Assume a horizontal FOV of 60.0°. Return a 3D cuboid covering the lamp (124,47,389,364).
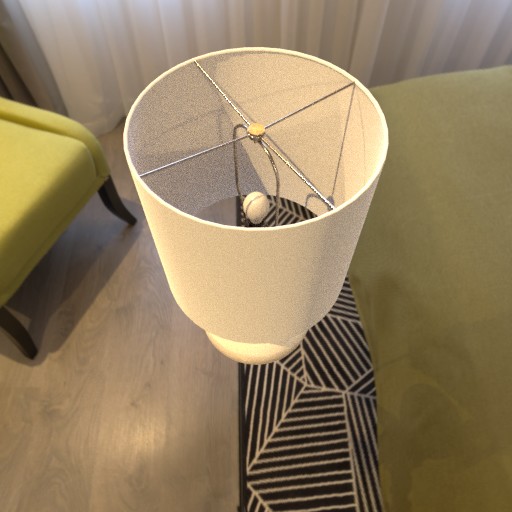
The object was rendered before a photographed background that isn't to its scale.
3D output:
[{"bbox_3d":[0.000,0.000,0.536,0.217,0.404,0.217,-29,62,-17],"label":"lamp"}]
